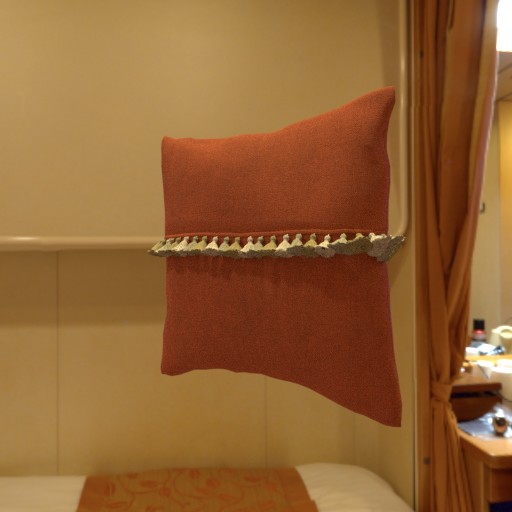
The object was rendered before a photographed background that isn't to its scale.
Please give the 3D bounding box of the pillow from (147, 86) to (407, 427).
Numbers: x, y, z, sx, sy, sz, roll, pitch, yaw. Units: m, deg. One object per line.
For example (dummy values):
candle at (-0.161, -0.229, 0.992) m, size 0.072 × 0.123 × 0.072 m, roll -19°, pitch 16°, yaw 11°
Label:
pillow at (0.000, 0.000, 0.742) m, size 0.490 × 0.482 × 0.165 m, roll 0°, pitch 0°, yaw 35°
